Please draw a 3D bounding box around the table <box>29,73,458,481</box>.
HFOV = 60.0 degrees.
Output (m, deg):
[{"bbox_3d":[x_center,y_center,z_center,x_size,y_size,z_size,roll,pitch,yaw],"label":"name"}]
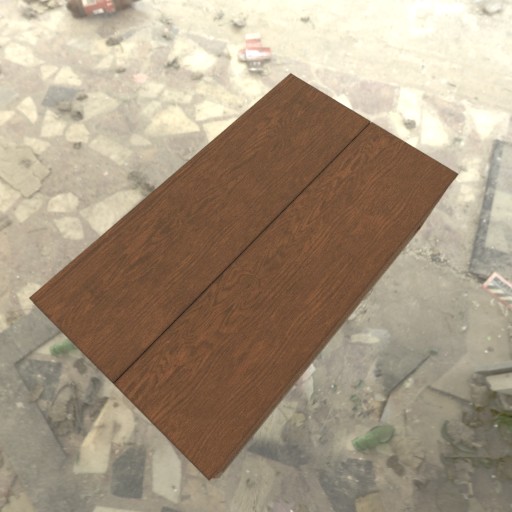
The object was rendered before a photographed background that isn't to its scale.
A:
[{"bbox_3d":[0.000,0.000,1.498,0.719,0.361,1.167,38,70,17],"label":"table"}]
